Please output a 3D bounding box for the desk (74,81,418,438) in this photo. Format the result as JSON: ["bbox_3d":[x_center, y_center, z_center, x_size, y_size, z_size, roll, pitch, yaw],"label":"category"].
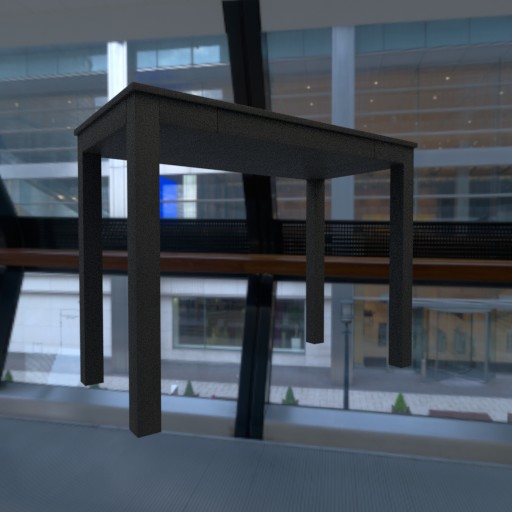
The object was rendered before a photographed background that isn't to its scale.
[{"bbox_3d":[0.000,0.000,1.430,0.991,0.762,0.499,-1,2,-36],"label":"desk"}]
